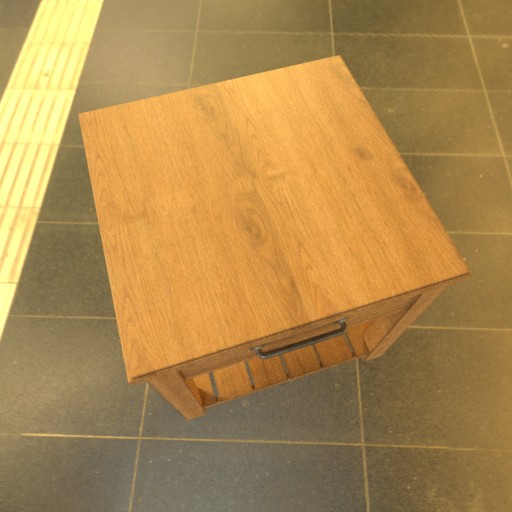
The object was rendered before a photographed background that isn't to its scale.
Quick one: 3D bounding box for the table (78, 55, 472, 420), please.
[{"bbox_3d":[0.000,0.000,1.133,0.616,0.593,0.612,-16,64,-8],"label":"table"}]
